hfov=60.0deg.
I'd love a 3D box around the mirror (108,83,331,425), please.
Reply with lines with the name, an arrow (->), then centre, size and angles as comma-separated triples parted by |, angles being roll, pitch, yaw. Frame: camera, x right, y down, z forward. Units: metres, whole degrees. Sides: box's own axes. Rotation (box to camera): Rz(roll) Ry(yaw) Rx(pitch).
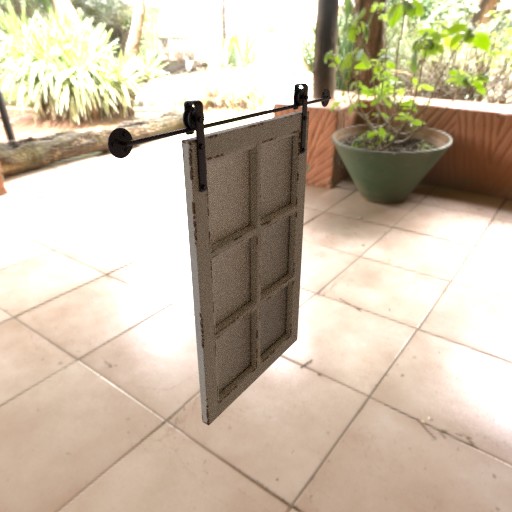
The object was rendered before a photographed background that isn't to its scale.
mirror -> 0.000, 0.000, 1.200 | 0.037, 0.844, 0.808 | 18, 32, 32
